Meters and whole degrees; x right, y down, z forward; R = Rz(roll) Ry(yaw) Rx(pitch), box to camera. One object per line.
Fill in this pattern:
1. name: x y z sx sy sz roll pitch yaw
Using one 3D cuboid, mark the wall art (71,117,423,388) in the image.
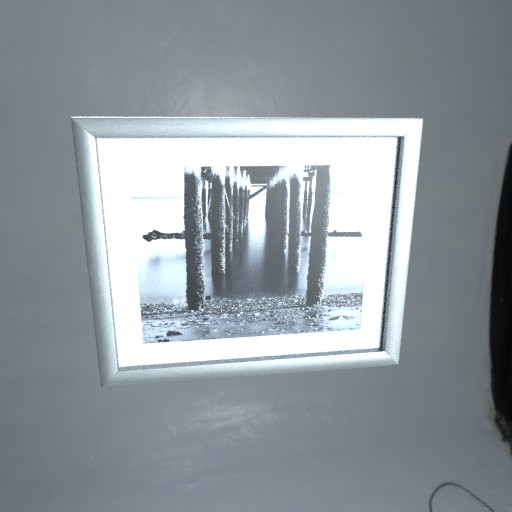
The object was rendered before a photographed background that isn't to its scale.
1. wall art: 0.000 0.000 0.768 0.556 0.457 0.028 -2 16 -8
